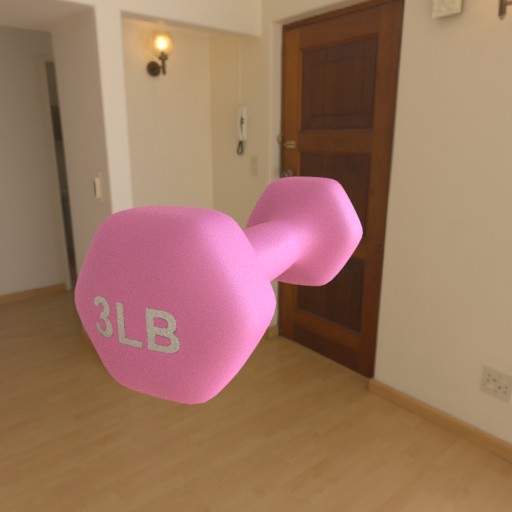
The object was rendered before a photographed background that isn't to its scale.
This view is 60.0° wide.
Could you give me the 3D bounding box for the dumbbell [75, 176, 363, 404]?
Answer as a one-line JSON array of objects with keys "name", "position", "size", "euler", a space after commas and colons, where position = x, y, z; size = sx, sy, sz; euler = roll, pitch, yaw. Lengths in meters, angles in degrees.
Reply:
[{"name": "dumbbell", "position": [0.000, 0.000, 0.191], "size": [0.064, 0.058, 0.159], "euler": [7, 16, 25]}]
